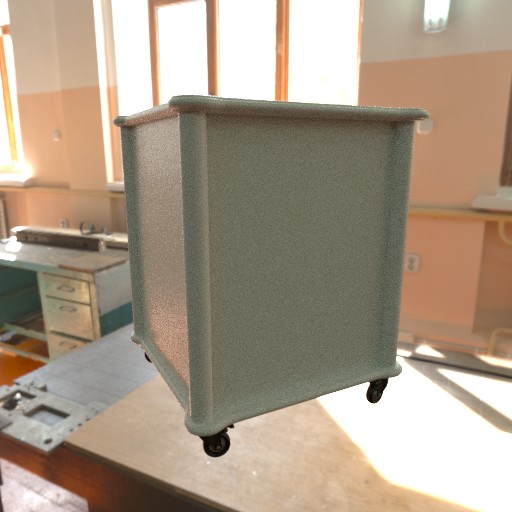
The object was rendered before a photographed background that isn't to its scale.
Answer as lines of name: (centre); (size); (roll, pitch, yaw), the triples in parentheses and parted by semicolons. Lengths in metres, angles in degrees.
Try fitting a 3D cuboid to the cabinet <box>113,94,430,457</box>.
cabinet: (0.000, 0.000, 1.239); (0.627, 0.761, 0.628); (-7, 15, -27)
